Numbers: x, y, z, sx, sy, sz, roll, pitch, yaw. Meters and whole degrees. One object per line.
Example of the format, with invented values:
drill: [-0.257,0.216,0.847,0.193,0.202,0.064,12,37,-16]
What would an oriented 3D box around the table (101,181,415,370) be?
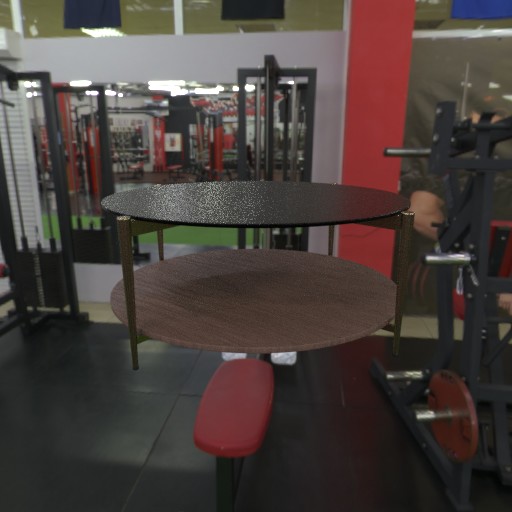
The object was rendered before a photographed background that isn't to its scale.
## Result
table: [0.000,0.000,1.469,0.938,0.400,0.938,2,15,9]
